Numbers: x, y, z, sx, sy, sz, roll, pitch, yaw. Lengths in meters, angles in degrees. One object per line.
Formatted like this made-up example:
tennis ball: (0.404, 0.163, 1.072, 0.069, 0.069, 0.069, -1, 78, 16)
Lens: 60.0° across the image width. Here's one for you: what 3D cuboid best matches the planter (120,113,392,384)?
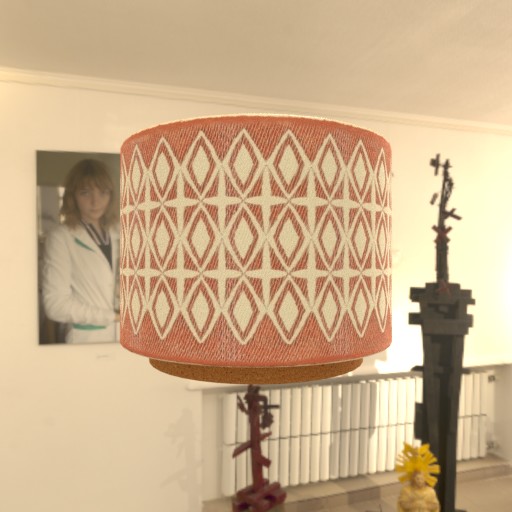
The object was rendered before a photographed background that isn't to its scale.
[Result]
planter: (0.000, 0.000, 0.327, 0.192, 0.148, 0.192, 0, -1, 0)
